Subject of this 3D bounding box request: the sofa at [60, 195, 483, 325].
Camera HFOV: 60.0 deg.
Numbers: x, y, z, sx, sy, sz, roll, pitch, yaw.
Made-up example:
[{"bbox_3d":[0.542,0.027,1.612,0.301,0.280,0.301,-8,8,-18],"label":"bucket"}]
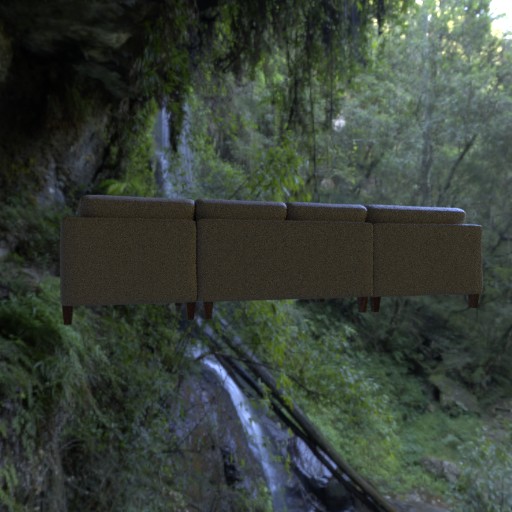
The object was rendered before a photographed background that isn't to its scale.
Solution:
[{"bbox_3d":[0.000,0.000,4.546,3.403,0.889,2.551,0,0,-16],"label":"sofa"}]
